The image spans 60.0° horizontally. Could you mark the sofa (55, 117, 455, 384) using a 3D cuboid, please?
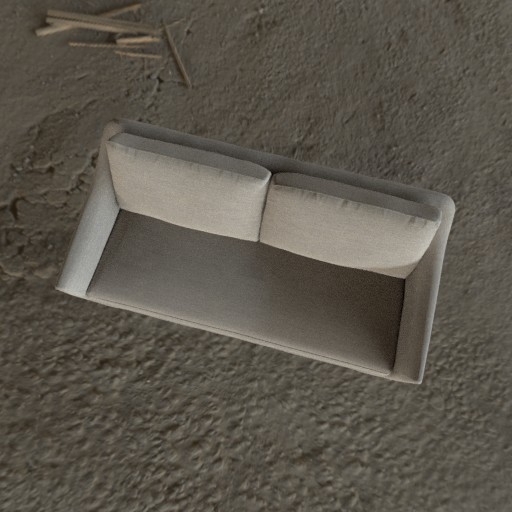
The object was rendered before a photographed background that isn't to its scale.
[{"bbox_3d":[0.000,0.000,2.604,2.036,0.913,0.980,14,77,3],"label":"sofa"}]
